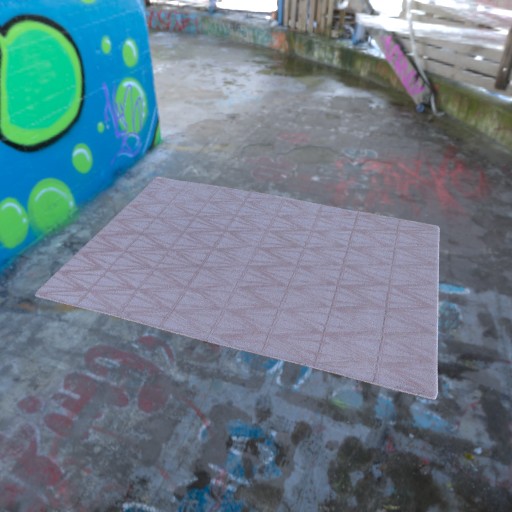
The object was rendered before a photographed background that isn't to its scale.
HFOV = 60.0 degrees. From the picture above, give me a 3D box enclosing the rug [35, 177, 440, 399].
[{"bbox_3d":[0.000,0.000,2.340,1.837,0.025,1.230,12,40,14],"label":"rug"}]
